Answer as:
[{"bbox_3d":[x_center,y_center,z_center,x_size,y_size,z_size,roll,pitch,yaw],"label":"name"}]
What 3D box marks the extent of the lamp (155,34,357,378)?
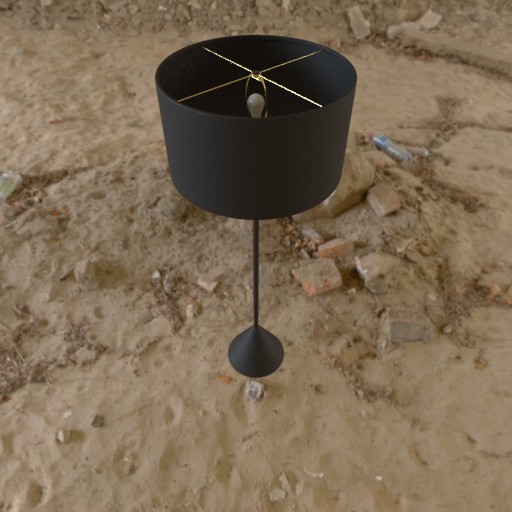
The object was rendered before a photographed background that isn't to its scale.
[{"bbox_3d":[0.000,0.000,1.822,0.580,1.526,0.580,-31,53,-27],"label":"lamp"}]
